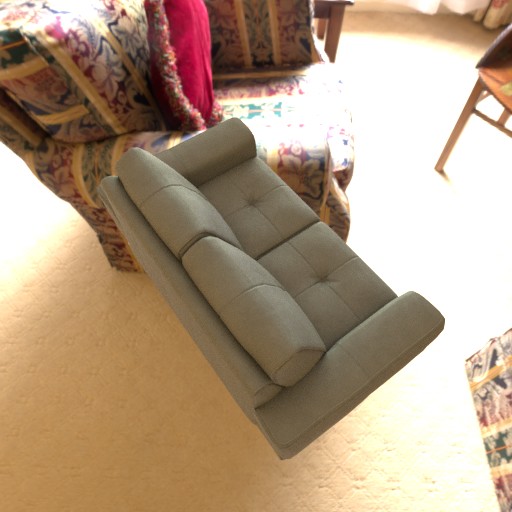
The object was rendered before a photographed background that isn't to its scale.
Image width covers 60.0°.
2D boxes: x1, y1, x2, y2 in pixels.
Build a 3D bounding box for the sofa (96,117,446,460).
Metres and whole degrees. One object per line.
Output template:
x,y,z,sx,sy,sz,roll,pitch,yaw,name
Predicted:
0.000,0.000,2.398,1.018,0.907,1.806,-32,64,-18,sofa
